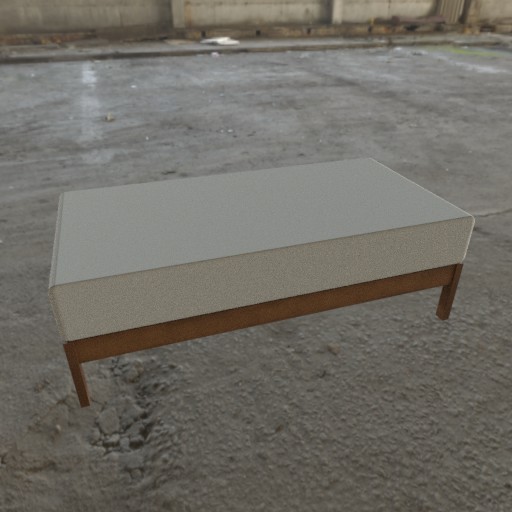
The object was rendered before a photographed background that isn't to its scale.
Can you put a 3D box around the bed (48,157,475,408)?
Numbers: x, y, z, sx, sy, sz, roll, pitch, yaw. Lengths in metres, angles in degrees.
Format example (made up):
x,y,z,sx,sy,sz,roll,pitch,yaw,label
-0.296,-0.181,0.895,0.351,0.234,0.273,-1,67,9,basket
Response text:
x,y,z,sx,sy,sz,roll,pitch,yaw,label
0.000,0.000,2.389,1.902,0.616,0.961,-10,32,-16,bed
